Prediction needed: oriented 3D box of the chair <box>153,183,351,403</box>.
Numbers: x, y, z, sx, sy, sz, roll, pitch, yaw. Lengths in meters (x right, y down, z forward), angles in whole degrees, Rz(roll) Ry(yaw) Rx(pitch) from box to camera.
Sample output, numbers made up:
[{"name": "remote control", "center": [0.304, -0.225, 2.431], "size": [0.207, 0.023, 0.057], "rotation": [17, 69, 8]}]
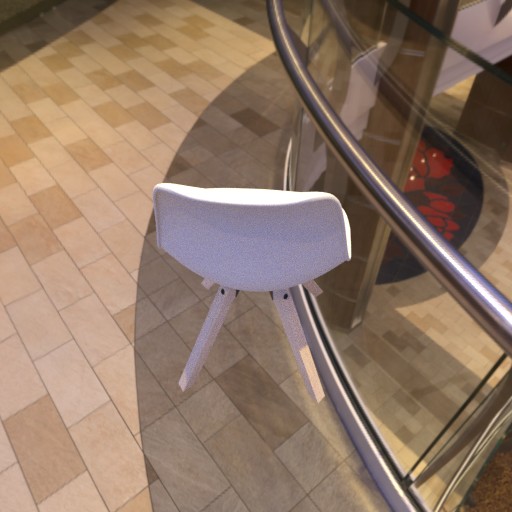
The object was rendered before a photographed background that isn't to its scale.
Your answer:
[{"name": "chair", "center": [0.000, 0.000, 1.182], "size": [0.485, 0.850, 0.550], "rotation": [4, 47, 4]}]
